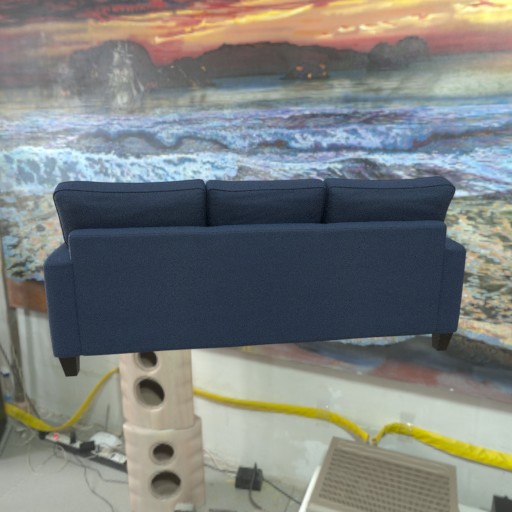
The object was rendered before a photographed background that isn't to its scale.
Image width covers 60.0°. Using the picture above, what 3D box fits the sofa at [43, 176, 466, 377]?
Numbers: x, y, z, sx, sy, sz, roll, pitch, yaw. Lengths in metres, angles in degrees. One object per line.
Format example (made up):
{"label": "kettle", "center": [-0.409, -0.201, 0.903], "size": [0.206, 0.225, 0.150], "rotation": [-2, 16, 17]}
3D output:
{"label": "sofa", "center": [0.000, 0.000, 2.655], "size": [2.158, 0.965, 0.951], "rotation": [-2, 14, -8]}
